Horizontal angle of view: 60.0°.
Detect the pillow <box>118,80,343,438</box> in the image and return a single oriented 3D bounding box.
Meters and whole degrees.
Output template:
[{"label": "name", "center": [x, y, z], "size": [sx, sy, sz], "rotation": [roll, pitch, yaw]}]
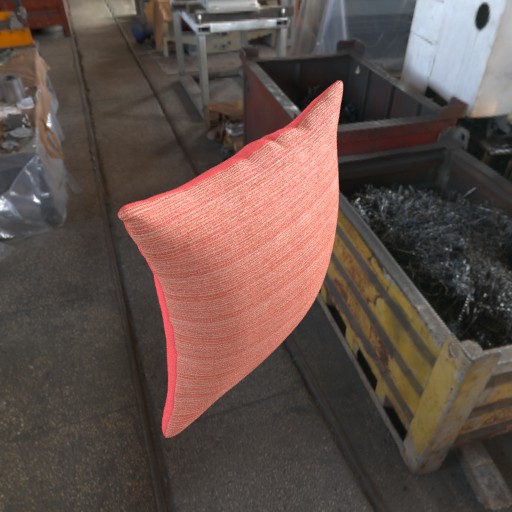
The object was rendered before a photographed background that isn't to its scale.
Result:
[{"label": "pillow", "center": [0.000, 0.000, 0.828], "size": [0.229, 0.501, 0.559], "rotation": [25, 46, 27]}]
